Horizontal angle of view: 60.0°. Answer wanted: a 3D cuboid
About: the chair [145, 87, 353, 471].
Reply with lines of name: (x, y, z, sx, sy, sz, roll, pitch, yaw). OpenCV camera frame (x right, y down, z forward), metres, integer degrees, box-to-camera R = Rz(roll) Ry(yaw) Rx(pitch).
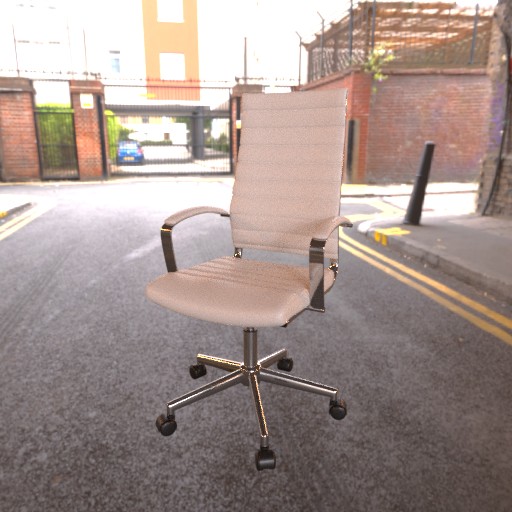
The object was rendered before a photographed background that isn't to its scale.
chair: (0.000, 0.000, 1.550, 0.679, 1.149, 0.679, 7, 16, 26)
